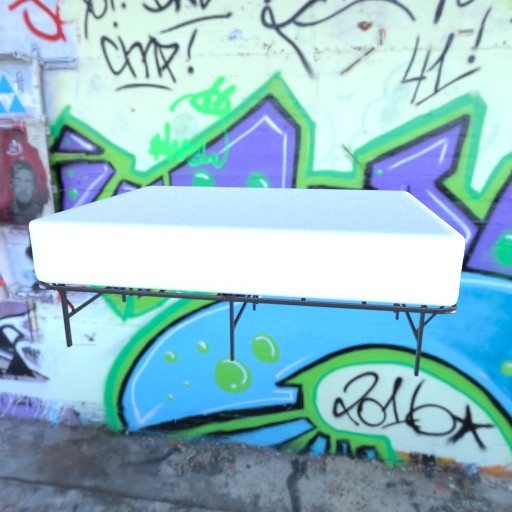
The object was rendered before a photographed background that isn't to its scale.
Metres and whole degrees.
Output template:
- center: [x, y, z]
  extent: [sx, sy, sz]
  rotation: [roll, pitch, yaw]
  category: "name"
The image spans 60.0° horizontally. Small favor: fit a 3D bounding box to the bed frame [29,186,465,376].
- center: [0.000, 0.000, 2.785]
  extent: [2.037, 0.677, 1.528]
  rotation: [3, 16, 9]
  category: "bed frame"
